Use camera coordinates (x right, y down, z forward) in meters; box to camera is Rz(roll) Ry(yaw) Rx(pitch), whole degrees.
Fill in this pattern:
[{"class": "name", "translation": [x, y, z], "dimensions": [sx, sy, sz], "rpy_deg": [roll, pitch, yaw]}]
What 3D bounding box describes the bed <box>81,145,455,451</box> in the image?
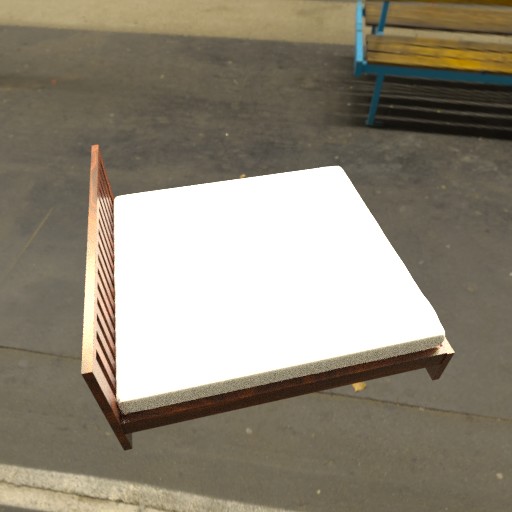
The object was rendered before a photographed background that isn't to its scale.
[{"class": "bed", "translation": [0.000, 0.000, 3.084], "dimensions": [2.030, 0.890, 1.905], "rpy_deg": [-10, 47, -9]}]
